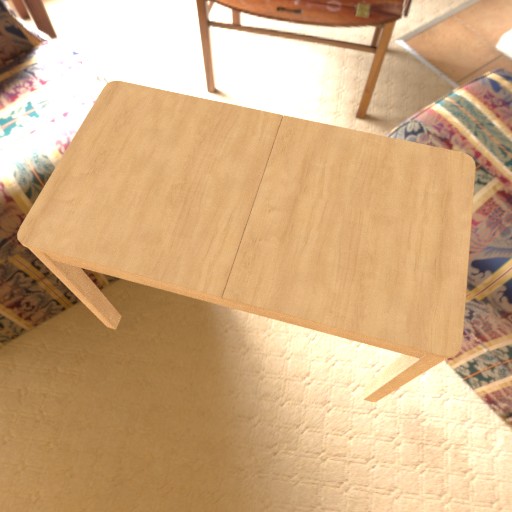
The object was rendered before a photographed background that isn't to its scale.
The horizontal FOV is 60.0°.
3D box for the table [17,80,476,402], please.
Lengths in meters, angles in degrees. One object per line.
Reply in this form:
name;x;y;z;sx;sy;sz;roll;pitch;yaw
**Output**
table;0.000;0.000;1.884;1.400;0.900;0.750;14;64;7
